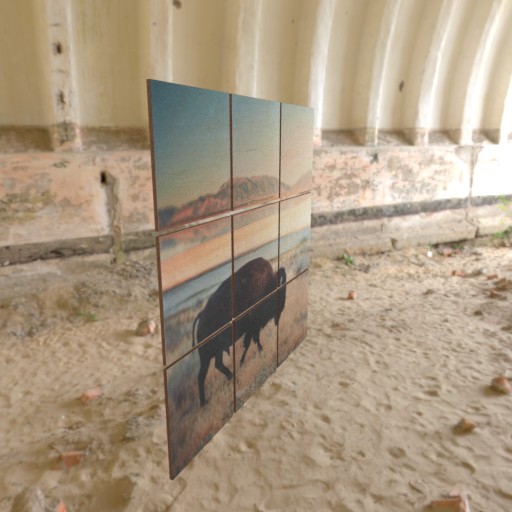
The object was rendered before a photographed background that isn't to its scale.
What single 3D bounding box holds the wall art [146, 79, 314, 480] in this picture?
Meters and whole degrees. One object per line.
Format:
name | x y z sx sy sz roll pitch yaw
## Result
wall art | 0.000 0.000 1.811 0.019 1.218 1.221 7 16 26
